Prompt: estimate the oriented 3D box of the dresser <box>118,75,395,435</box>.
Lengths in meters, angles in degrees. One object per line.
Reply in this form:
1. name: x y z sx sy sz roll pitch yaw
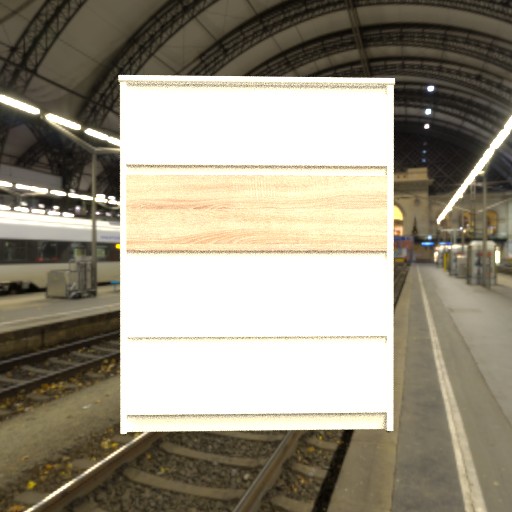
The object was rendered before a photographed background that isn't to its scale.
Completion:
1. dresser: 0.000 0.000 1.474 0.800 1.040 0.380 0 0 -2
